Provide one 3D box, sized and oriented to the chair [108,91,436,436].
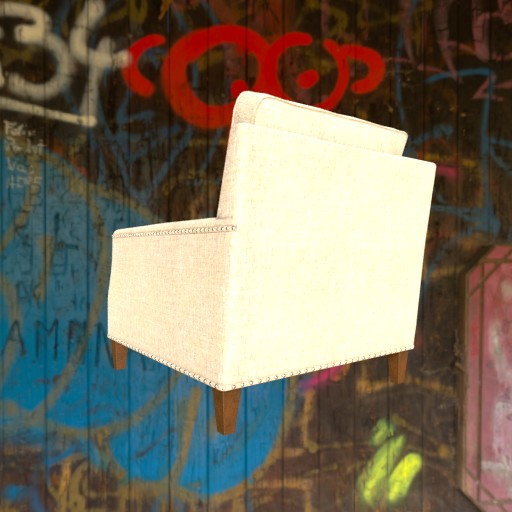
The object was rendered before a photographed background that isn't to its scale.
[{"bbox_3d":[0.000,0.000,1.723,0.853,0.943,1.014,-1,1,-37],"label":"chair"}]
